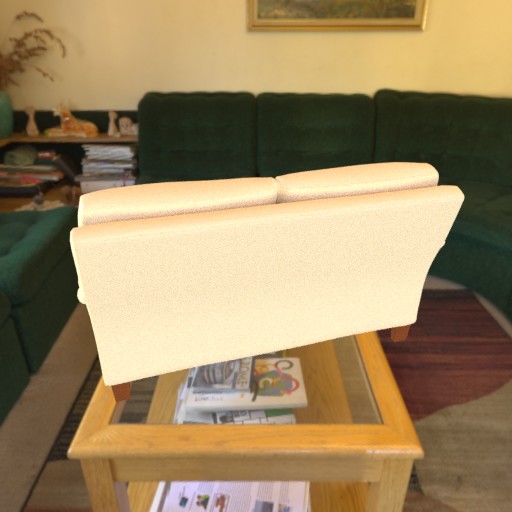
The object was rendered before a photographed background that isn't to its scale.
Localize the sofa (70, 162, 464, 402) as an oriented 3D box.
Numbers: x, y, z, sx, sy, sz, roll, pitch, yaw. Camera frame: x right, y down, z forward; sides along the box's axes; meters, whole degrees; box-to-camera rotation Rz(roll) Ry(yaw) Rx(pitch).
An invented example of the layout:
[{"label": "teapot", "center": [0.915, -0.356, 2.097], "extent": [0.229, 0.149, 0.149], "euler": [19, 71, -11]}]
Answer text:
[{"label": "sofa", "center": [0.000, 0.000, 2.528], "extent": [1.853, 1.101, 1.084], "euler": [-8, 28, -16]}]
